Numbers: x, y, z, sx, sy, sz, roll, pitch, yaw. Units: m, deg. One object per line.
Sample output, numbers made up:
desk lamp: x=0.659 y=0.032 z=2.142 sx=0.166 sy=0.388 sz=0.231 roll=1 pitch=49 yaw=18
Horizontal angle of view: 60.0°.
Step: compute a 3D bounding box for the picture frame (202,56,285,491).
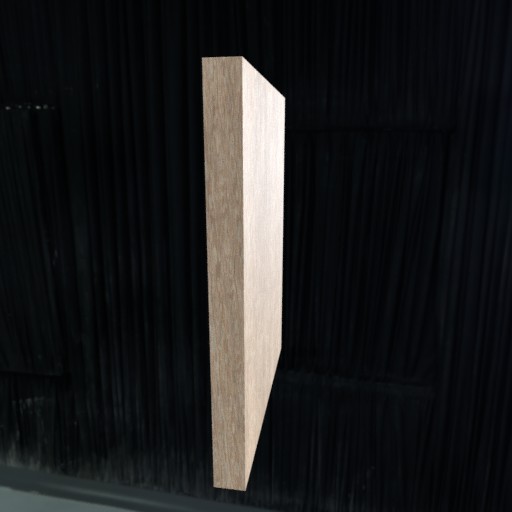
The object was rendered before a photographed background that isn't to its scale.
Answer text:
picture frame: x=0.000 y=0.000 z=0.722 sx=0.043 sy=0.526 sz=0.424 roll=2 pitch=14 yaw=9
